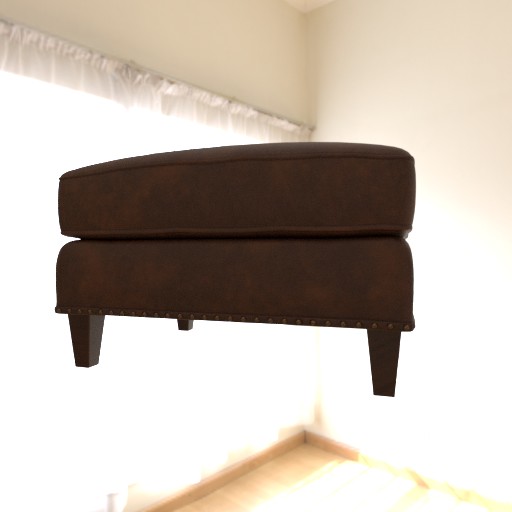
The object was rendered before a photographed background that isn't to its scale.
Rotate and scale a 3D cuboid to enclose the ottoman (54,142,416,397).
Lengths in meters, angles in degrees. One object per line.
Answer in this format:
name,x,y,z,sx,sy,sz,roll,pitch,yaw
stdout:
ottoman,0.000,0.000,1.113,0.742,0.486,0.586,0,0,18
